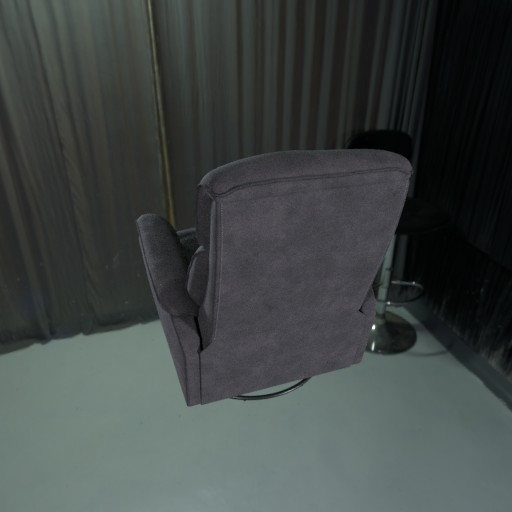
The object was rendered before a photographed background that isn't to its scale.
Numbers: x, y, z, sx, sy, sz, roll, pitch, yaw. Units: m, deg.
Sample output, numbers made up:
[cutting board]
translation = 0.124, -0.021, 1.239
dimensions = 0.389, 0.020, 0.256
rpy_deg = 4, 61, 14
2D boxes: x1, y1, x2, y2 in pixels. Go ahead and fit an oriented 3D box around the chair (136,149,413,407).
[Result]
[chair]
translation = 0.000, 0.000, 1.730
dimensions = 0.830, 1.035, 1.009
rpy_deg = -9, 30, -17
